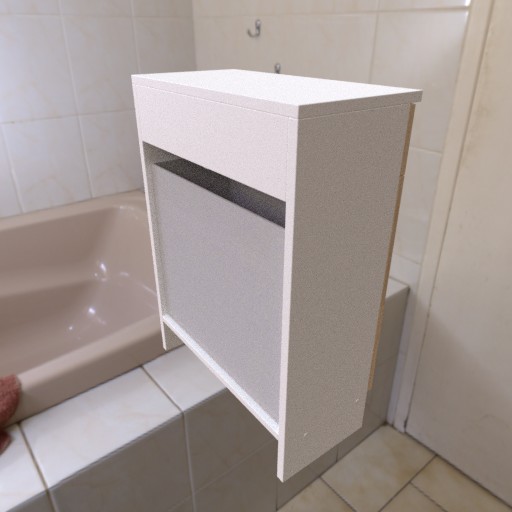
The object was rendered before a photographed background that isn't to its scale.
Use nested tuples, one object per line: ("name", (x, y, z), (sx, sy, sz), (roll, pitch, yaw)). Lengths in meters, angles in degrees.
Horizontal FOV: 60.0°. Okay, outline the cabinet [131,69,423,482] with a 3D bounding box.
("cabinet", (0.000, 0.000, 1.106), (0.296, 0.815, 0.600), (-19, 32, -32))
